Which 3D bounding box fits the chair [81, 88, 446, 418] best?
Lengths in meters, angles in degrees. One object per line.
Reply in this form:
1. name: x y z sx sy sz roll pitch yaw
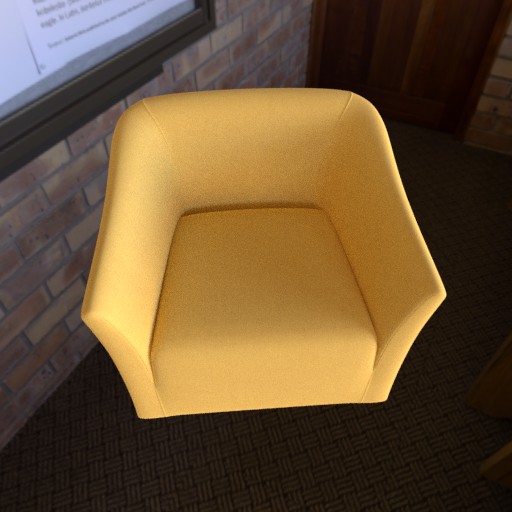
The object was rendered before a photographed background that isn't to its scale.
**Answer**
1. chair: 0.000 0.000 1.326 0.790 0.720 0.700 -3 47 -3
